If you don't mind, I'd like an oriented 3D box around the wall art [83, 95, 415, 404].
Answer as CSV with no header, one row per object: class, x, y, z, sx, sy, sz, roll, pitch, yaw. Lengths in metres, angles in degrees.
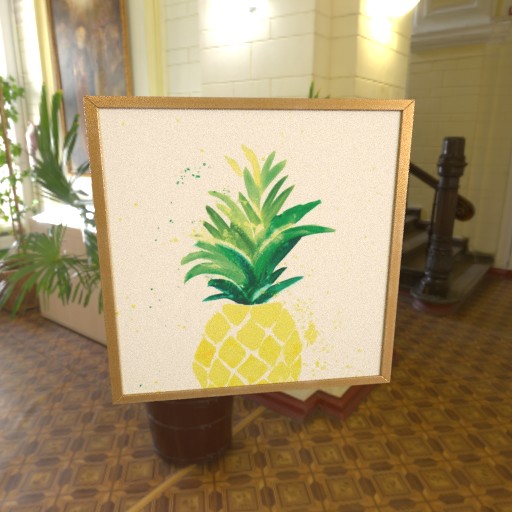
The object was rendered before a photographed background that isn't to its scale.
wall art,0.000,0.000,0.758,0.510,0.509,0.033,-2,15,-8
